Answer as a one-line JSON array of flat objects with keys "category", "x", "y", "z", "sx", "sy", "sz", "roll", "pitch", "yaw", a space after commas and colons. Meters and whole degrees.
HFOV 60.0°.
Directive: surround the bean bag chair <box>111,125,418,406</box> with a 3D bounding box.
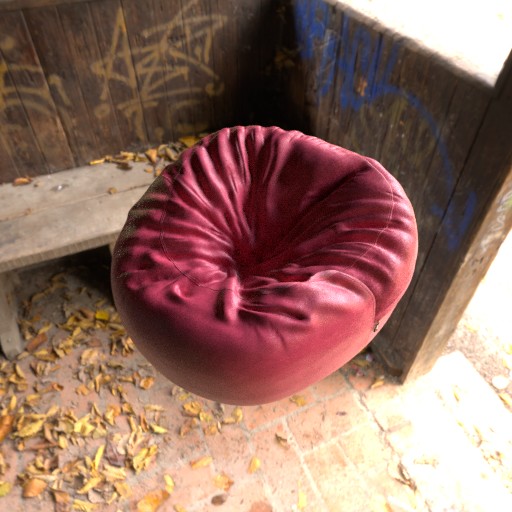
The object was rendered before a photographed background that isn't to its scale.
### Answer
[{"category": "bean bag chair", "x": 0.000, "y": 0.000, "z": 2.421, "sx": 1.524, "sy": 0.878, "sz": 1.524, "roll": 29, "pitch": 53, "yaw": 25}]
